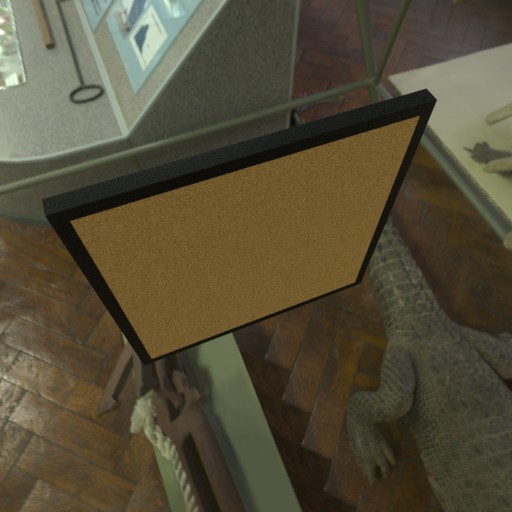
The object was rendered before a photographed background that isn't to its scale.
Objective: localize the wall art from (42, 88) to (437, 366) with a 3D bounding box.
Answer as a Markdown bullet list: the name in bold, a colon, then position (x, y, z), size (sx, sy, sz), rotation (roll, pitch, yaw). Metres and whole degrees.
- **wall art**: position (0.000, 0.000, 1.134), size (0.762, 0.762, 0.038), rotation (-19, 60, -12)
